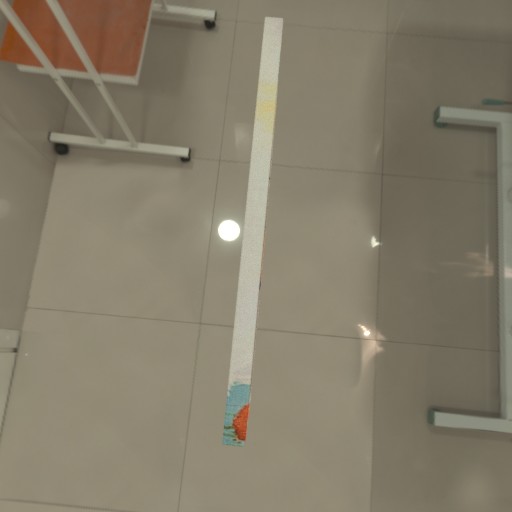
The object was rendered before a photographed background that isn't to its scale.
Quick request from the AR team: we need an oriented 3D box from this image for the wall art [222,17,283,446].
[{"bbox_3d":[0.000,0.000,1.206,0.037,0.814,0.814,5,78,1],"label":"wall art"}]
